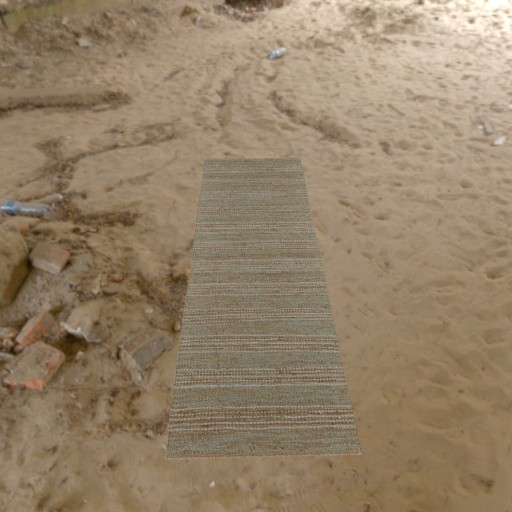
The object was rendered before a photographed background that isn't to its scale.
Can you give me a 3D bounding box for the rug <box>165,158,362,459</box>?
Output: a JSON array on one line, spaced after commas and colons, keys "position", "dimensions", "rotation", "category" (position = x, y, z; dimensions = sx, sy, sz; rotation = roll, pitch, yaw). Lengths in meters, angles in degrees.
[{"position": [0.000, 0.000, 2.672], "dimensions": [0.783, 0.006, 2.438], "rotation": [-1, 40, -1], "category": "rug"}]
